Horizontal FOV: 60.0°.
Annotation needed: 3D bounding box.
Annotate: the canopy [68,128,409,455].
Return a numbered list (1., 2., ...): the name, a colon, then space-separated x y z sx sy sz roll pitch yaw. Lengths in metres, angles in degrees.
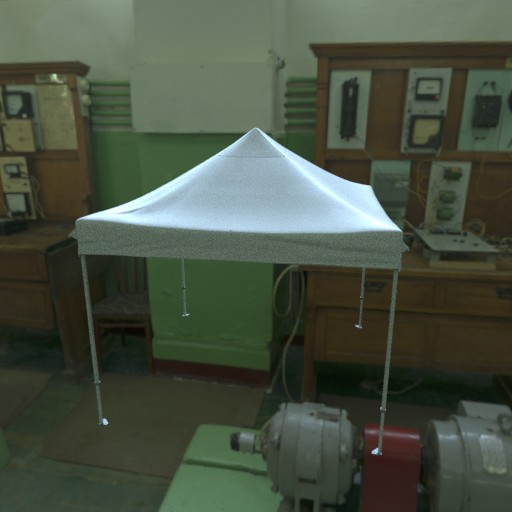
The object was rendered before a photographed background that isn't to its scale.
1. canopy: 0.000 0.000 5.395 2.994 2.998 2.996 3 17 9
